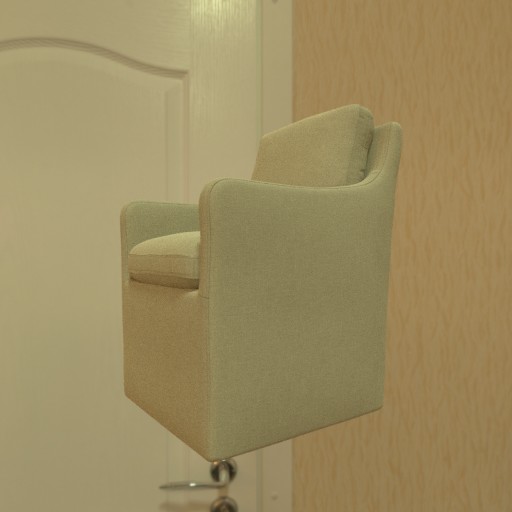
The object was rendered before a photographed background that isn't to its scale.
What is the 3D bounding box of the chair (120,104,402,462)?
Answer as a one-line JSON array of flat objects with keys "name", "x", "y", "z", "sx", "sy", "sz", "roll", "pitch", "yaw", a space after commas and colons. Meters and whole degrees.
[{"name": "chair", "x": 0.000, "y": 0.000, "z": 1.388, "sx": 0.694, "sy": 0.914, "sz": 0.626, "roll": -1, "pitch": 1, "yaw": -35}]
